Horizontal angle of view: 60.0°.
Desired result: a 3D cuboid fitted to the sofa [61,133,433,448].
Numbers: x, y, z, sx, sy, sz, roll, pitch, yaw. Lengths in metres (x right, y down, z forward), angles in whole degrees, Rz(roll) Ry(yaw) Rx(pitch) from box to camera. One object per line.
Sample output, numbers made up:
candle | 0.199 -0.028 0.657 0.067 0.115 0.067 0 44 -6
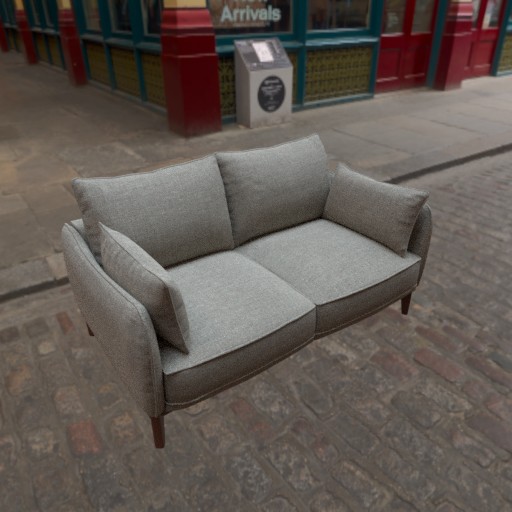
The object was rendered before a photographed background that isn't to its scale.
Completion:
sofa | 0.000 0.000 2.146 1.580 0.851 0.972 -19 35 -30
